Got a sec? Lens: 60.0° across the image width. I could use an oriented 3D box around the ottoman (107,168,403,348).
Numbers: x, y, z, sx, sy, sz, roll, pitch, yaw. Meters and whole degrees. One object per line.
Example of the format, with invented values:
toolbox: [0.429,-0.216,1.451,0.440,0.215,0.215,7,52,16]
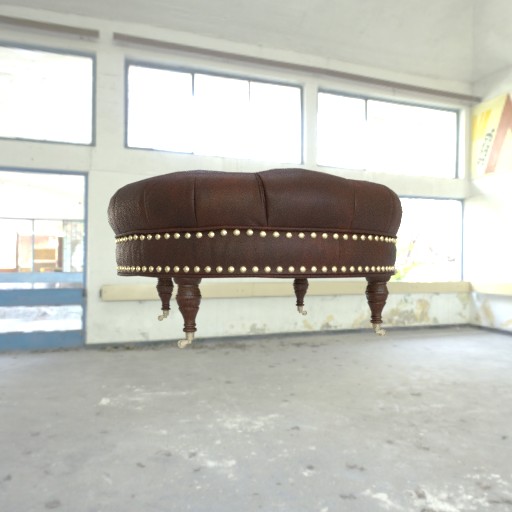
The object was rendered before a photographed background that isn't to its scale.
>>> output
ottoman: [0.000,0.000,1.414,0.901,0.455,0.901,0,-1,0]
